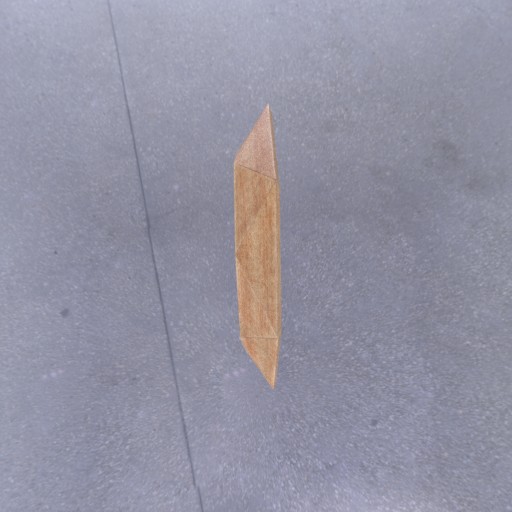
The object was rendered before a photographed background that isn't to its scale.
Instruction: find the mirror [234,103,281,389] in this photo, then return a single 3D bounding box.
[{"bbox_3d":[0.000,0.000,0.998,0.070,0.774,0.577,-2,74,0],"label":"mirror"}]
